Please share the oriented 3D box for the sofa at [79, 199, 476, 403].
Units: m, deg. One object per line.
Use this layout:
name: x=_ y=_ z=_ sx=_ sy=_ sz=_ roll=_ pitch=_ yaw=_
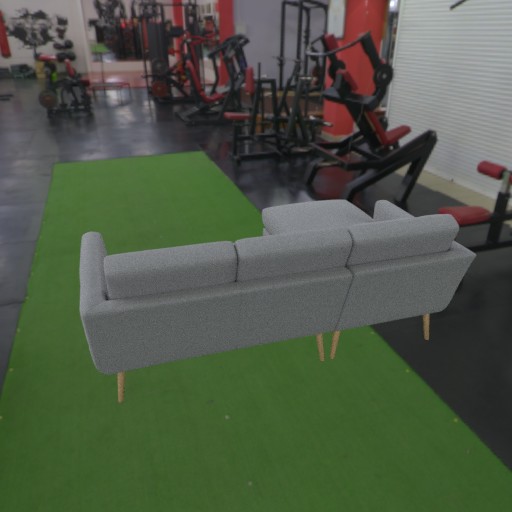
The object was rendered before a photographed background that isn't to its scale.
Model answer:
sofa: x=0.000 y=0.000 z=2.836 sx=2.040 sy=0.860 sz=1.530 roll=-8 pitch=28 yaw=-15
